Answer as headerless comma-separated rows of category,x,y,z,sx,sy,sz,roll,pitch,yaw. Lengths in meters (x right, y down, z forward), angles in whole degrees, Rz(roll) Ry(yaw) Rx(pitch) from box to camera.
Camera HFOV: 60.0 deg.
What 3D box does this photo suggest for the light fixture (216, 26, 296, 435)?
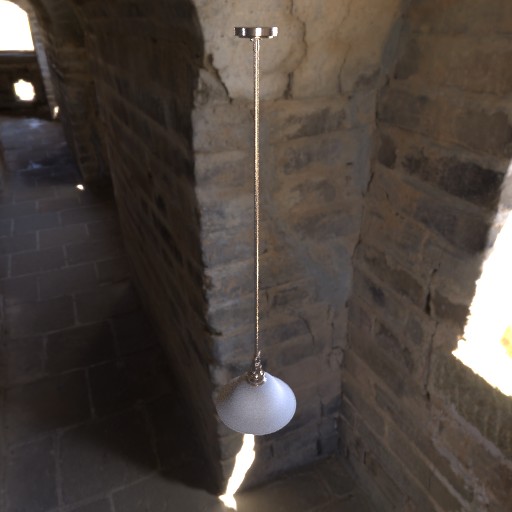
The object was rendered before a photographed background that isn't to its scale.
light fixture,0.000,0.000,1.475,0.324,1.354,0.324,9,30,17
